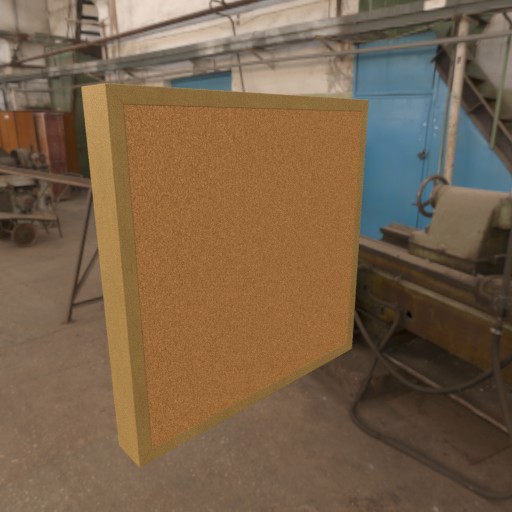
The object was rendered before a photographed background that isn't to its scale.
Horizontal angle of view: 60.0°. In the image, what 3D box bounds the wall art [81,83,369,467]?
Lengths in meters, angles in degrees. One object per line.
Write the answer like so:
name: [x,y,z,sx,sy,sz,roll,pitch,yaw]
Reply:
wall art: [0.000,0.000,0.445,0.305,0.305,0.038,-15,22,-41]
